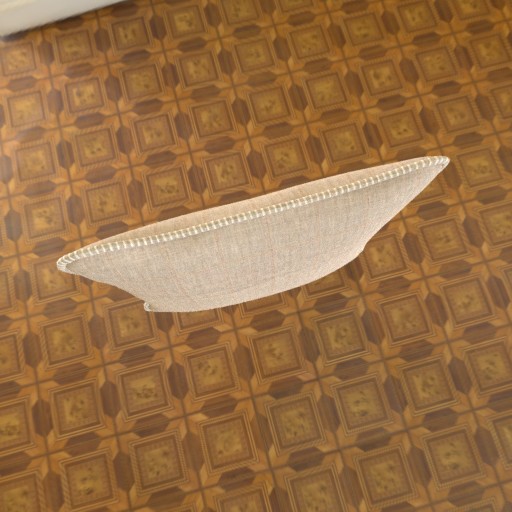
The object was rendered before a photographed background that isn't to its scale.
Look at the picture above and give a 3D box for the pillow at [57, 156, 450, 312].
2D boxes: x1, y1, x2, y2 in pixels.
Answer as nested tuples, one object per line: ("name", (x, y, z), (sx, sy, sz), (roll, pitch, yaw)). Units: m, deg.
("pillow", (0.000, 0.000, 0.741), (0.485, 0.494, 0.124), (-15, 77, -4))
